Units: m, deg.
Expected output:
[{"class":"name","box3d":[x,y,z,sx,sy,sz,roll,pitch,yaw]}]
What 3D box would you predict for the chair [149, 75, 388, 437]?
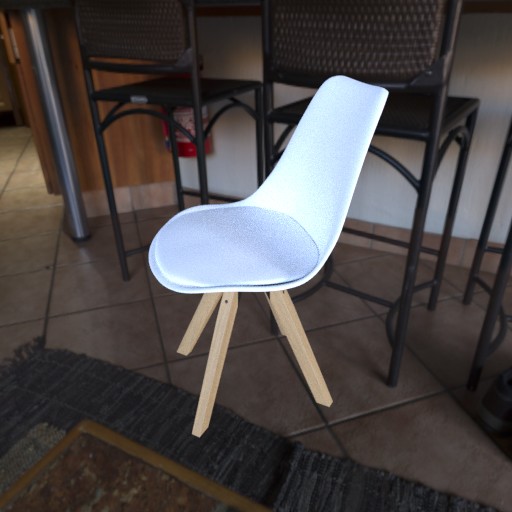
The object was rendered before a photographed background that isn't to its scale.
[{"class":"chair","box3d":[0.000,0.000,1.175,0.550,0.849,0.485,-8,31,-14]}]
